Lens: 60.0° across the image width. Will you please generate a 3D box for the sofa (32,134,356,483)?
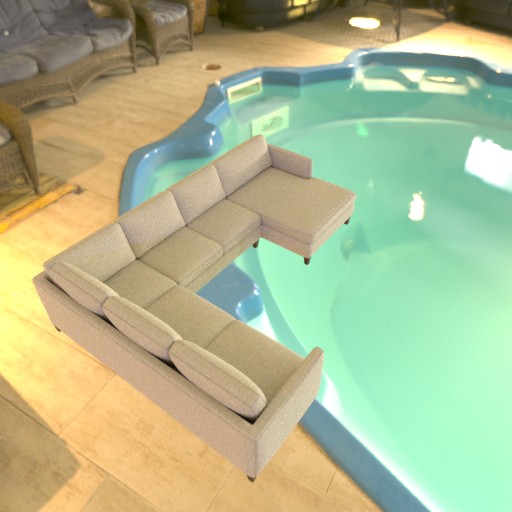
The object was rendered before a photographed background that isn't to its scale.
[{"bbox_3d":[0.000,0.000,4.559,2.551,0.889,3.403,26,47,27],"label":"sofa"}]
